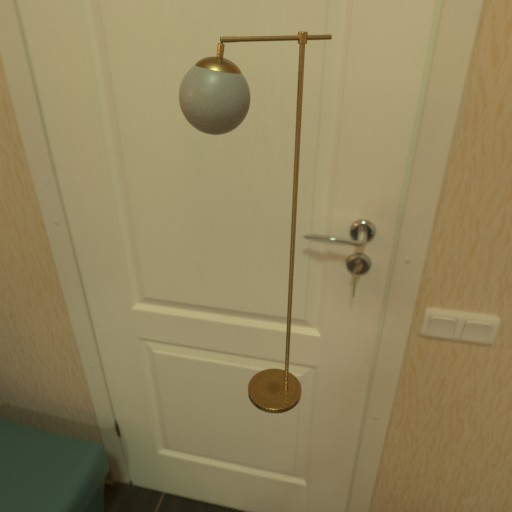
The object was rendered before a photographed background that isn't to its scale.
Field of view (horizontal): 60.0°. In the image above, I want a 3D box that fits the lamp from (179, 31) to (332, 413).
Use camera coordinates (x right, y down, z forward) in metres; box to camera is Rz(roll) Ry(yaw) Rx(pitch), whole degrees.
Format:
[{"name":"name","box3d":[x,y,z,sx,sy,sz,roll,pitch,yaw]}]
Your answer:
[{"name":"lamp","box3d":[0.000,0.000,1.670,0.476,1.505,0.249,-8,31,-14]}]
